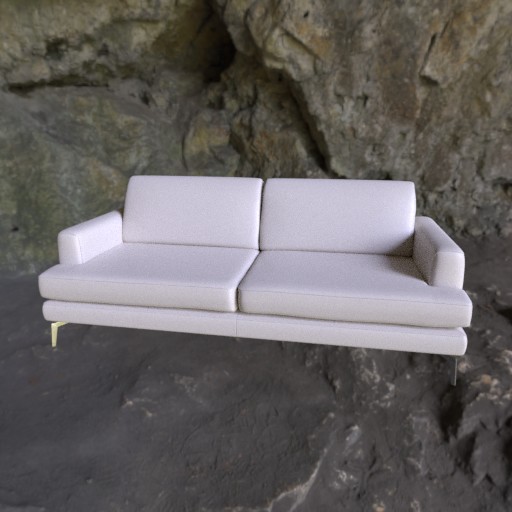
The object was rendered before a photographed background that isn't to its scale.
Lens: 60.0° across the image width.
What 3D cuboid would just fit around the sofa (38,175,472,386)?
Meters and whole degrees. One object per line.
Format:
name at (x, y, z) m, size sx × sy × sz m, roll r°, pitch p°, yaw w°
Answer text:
sofa at (0.000, 0.000, 2.359) m, size 1.940 × 0.765 × 0.974 m, roll 3°, pitch 17°, yaw 10°
